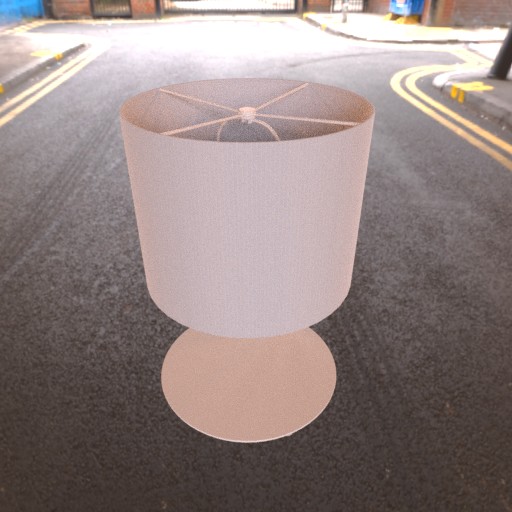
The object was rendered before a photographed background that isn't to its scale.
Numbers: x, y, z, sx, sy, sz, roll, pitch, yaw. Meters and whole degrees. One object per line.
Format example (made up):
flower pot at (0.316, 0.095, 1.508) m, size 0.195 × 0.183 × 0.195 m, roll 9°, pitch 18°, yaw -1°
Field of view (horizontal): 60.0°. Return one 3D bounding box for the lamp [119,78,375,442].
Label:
lamp at (0.000, 0.000, 0.666) m, size 0.299 × 0.454 × 0.341 m, roll 21°, pitch 38°, yaw 29°
